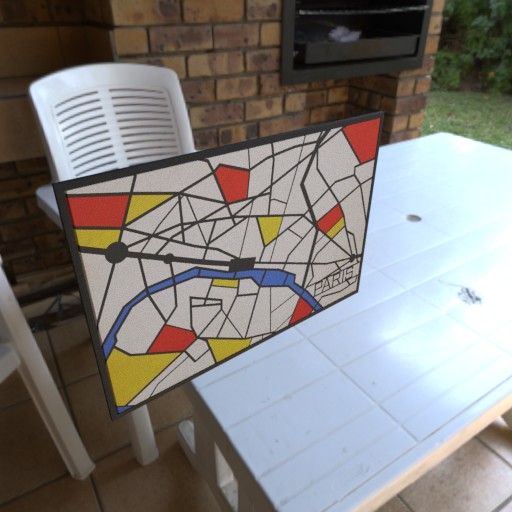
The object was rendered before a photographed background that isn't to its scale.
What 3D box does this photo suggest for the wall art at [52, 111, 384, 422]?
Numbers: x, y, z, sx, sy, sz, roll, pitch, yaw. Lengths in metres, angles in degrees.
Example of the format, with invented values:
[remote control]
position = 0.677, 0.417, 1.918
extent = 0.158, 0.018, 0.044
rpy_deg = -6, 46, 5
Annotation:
[wall art]
position = 0.000, 0.000, 1.255
extent = 0.963, 0.665, 0.013
rpy_deg = -21, 37, -31
